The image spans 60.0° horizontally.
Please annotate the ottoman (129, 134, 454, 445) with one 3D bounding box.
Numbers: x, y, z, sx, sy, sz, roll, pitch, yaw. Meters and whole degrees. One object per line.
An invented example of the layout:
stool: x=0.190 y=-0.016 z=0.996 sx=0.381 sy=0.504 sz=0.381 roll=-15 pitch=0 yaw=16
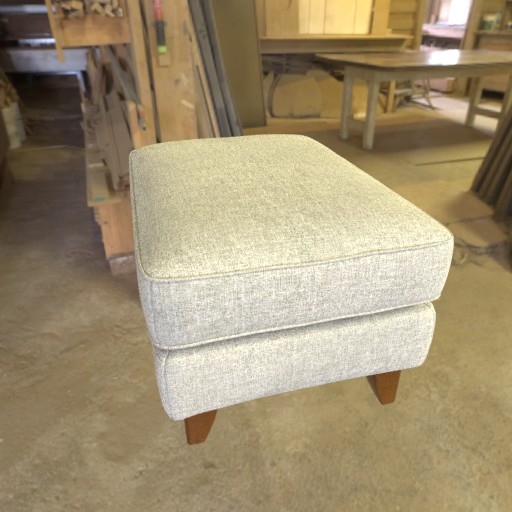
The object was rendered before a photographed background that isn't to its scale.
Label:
ottoman: x=0.000 y=0.000 z=1.296 sx=0.661 sy=0.561 sz=0.889 roll=-8 pitch=30 yaw=-13
